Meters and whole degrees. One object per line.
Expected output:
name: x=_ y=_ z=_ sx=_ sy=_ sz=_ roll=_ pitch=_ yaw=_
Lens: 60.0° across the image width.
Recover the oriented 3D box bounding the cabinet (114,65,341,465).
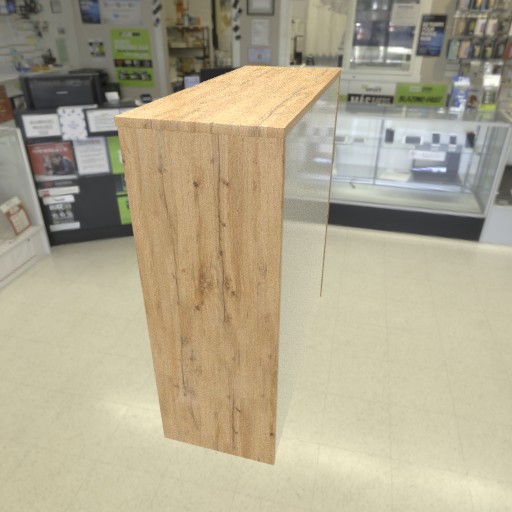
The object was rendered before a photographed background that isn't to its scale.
cabinet: x=0.000 y=0.000 z=1.930 sx=0.473 sy=1.397 sz=1.168 roll=8 pitch=30 yaw=14
